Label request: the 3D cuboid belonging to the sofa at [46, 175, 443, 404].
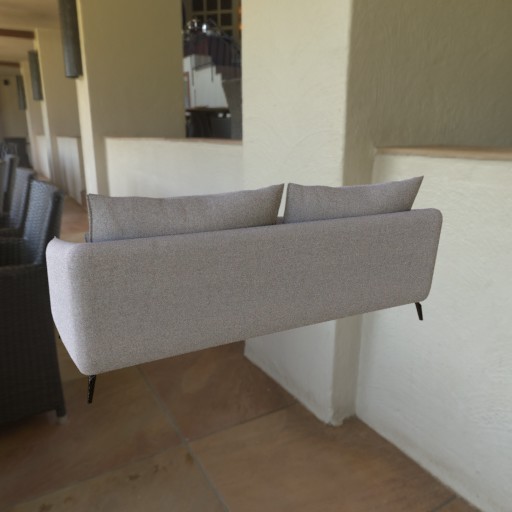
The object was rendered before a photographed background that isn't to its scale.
[{"bbox_3d":[0.000,0.000,2.369,2.022,0.833,0.809,-8,17,-26],"label":"sofa"}]
